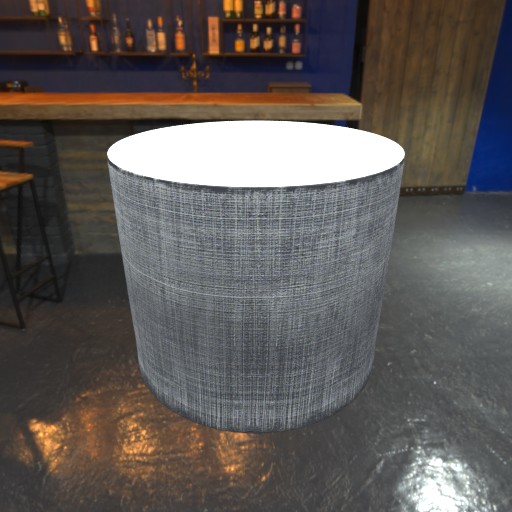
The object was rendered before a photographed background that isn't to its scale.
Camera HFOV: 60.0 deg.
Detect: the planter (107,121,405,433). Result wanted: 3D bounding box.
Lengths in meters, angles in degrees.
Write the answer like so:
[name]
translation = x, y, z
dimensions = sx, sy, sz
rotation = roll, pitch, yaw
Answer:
[planter]
translation = 0.000, 0.000, 0.442
dimensions = 0.254, 0.221, 0.254
rotation = 0, 26, 0
